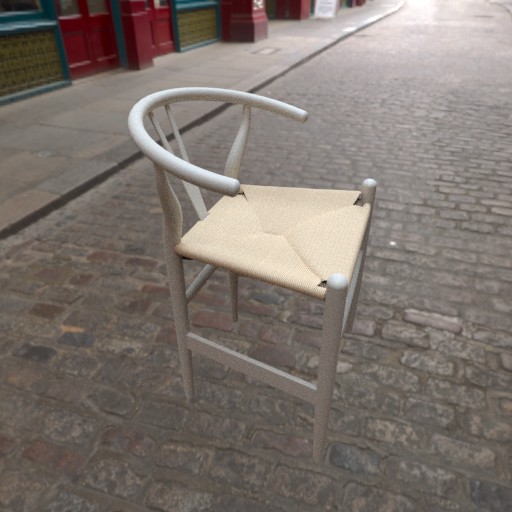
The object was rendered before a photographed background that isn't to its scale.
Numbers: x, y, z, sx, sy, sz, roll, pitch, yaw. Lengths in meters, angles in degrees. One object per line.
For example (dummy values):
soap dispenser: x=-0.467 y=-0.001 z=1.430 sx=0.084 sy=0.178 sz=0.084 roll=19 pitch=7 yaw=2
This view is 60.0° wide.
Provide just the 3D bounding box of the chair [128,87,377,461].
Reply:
chair: x=0.000 y=0.000 z=1.094 sx=0.500 sy=0.736 sz=0.533 roll=10 pitch=33 yaw=16
